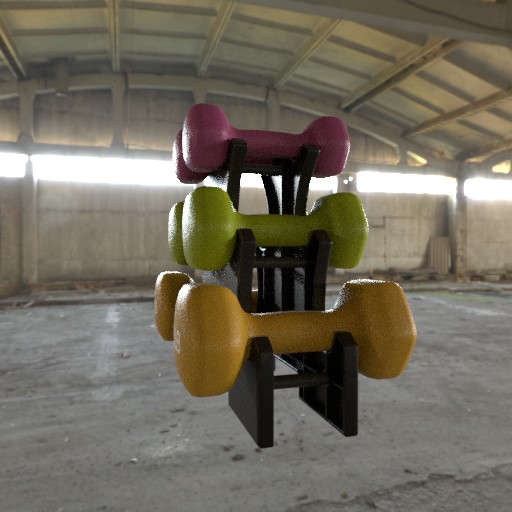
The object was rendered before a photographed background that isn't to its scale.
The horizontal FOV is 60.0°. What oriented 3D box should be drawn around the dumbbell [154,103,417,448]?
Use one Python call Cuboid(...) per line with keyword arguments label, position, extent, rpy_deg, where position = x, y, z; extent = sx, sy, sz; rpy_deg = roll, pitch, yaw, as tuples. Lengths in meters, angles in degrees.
Cuboid(label="dumbbell", position=(0.000, 0.000, 0.459), extent=(0.190, 0.271, 0.300), rpy_deg=(0, 1, -17))
